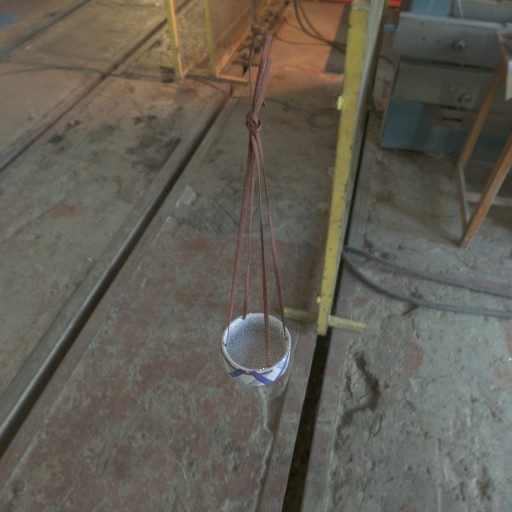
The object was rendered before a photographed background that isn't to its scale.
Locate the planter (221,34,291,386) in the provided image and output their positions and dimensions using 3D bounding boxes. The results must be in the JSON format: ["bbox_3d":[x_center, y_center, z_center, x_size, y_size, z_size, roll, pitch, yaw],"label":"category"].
[{"bbox_3d":[0.000,0.000,0.827,0.166,0.751,0.166,-23,51,-20],"label":"planter"}]
